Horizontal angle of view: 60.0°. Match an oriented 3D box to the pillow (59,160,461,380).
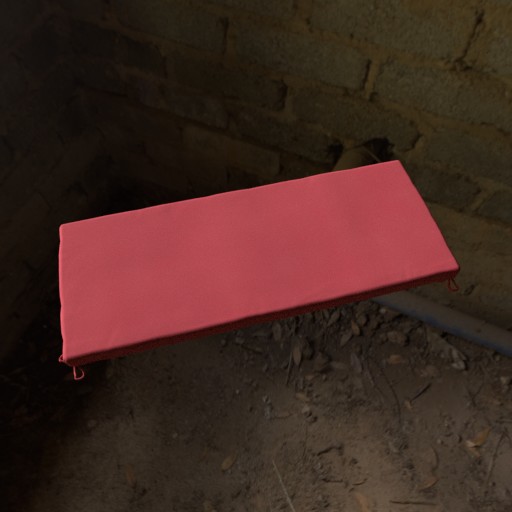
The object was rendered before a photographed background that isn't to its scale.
[{"bbox_3d":[0.000,0.000,1.350,1.187,0.081,0.492,-12,59,-7],"label":"pillow"}]
